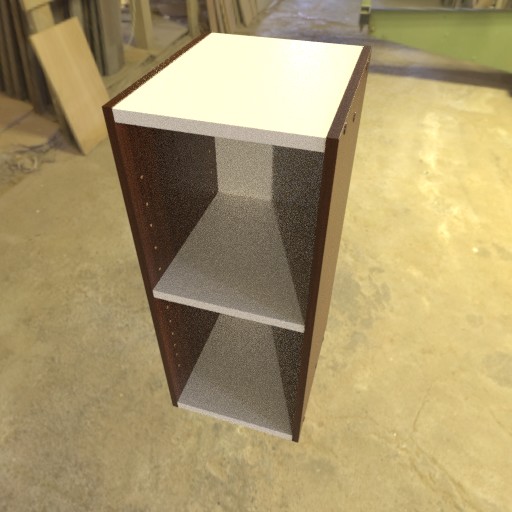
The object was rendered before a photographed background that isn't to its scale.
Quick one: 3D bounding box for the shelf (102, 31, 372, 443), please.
[{"bbox_3d":[0.000,0.000,0.740,0.253,0.600,0.290,12,43,13],"label":"shelf"}]
